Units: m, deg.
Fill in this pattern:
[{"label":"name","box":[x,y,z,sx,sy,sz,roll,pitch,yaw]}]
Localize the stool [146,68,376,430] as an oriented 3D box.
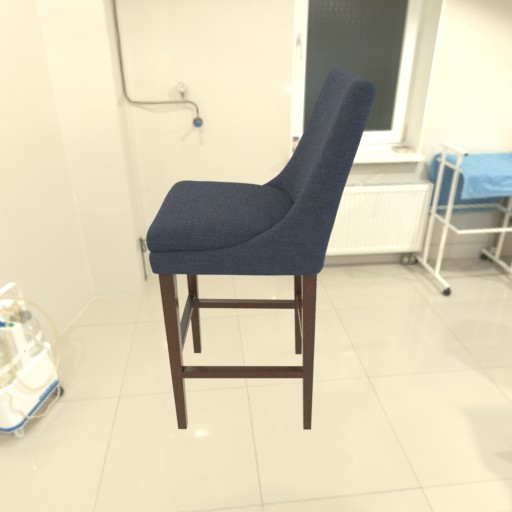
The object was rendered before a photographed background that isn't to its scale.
[{"label":"stool","box":[0.000,0.000,1.408,0.577,1.078,0.470,0,27,1]}]
